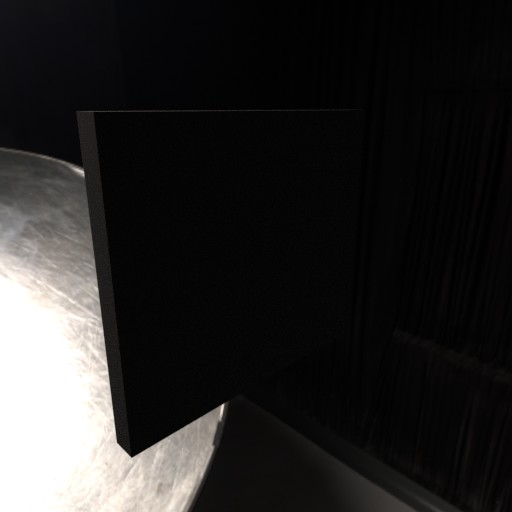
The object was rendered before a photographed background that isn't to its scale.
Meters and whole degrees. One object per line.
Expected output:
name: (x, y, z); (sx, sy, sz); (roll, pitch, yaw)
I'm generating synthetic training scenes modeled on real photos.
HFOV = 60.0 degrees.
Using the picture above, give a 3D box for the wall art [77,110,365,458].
wall art: (0.000, 0.000, 0.529); (0.381, 0.330, 0.031); (-18, 25, -42)
